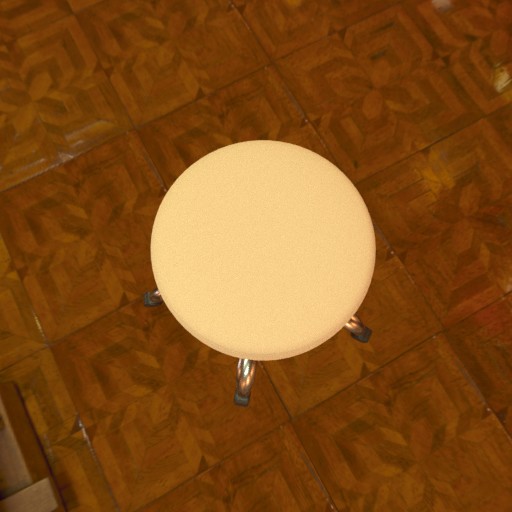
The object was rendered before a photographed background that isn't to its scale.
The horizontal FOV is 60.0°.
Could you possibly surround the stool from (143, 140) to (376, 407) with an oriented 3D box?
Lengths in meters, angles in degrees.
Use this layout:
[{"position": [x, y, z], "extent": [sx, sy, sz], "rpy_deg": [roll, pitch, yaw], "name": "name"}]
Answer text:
[{"position": [0.000, 0.000, 1.040], "extent": [0.634, 0.482, 0.614], "rpy_deg": [-26, 77, -6], "name": "stool"}]
